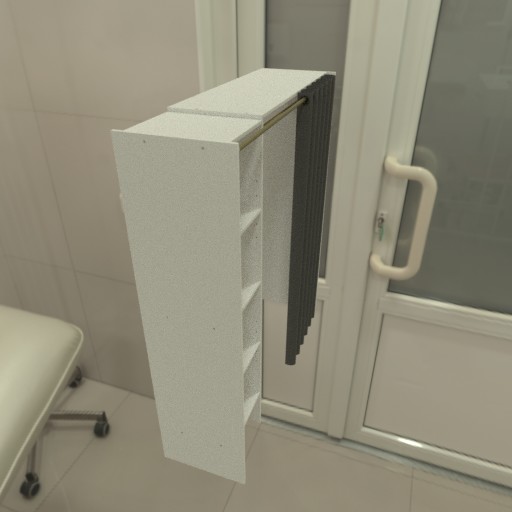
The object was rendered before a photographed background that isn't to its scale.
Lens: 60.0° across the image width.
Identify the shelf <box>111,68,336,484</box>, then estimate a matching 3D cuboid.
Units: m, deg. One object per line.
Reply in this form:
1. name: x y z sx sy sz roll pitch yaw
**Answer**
1. shelf: 0.000 0.000 2.581 0.500 1.810 1.600 11 32 17
